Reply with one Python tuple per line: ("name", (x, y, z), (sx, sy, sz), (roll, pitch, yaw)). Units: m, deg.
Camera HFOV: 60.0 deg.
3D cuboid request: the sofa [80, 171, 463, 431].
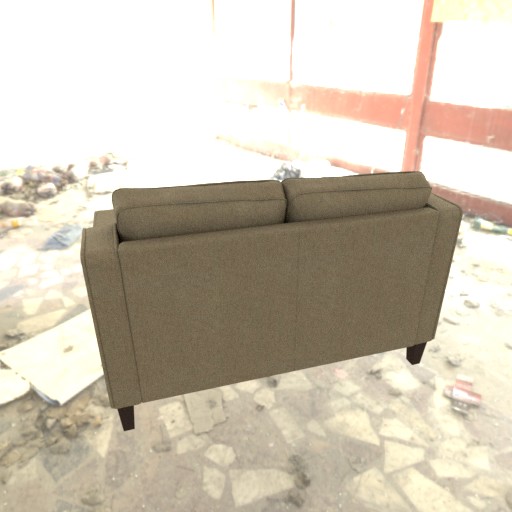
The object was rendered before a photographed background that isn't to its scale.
("sofa", (0.000, 0.000, 2.200), (1.503, 0.981, 0.985), (-8, 27, -15))
